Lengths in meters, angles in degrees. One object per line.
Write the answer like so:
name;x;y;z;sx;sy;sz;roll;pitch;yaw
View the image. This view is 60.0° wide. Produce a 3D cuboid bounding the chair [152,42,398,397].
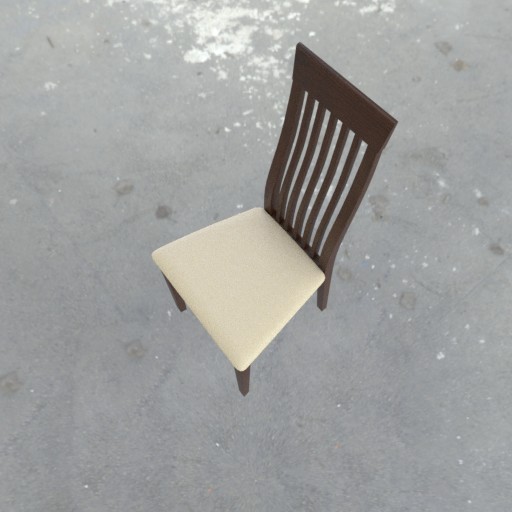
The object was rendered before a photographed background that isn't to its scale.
chair;0.000;0.000;1.294;0.474;1.027;0.460;-35;68;-16
